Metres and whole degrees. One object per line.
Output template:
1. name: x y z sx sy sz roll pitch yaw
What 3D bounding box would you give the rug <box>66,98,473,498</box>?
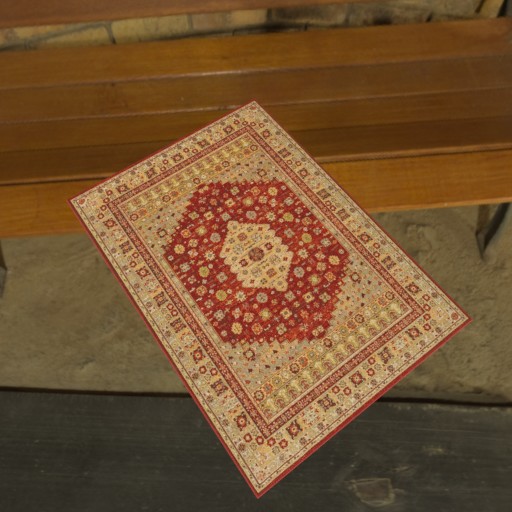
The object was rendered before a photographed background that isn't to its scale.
1. rug: 0.000 0.000 2.835 1.593 0.013 2.211 -33 68 -15
